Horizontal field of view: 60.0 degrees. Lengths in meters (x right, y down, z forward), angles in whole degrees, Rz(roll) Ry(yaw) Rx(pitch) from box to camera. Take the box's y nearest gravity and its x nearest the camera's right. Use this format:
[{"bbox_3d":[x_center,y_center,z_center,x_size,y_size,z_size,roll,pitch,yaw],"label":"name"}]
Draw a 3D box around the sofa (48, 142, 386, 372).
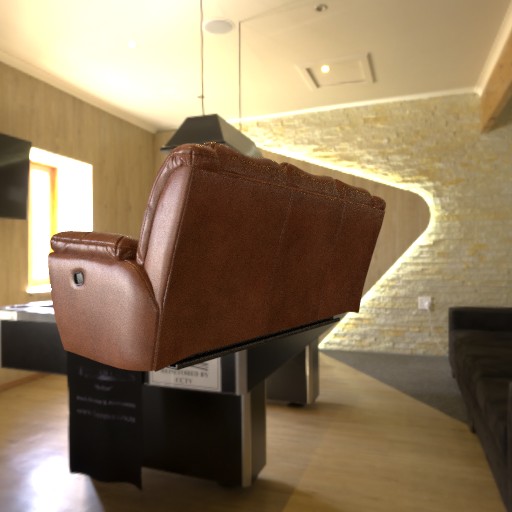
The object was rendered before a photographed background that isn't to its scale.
[{"bbox_3d":[0.000,0.000,2.877,0.991,1.043,2.337,0,1,35],"label":"sofa"}]
